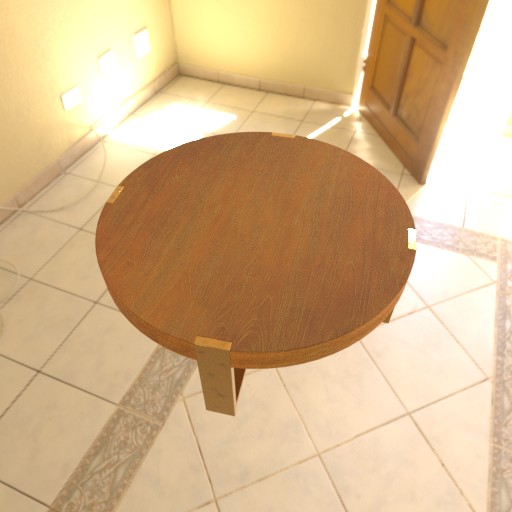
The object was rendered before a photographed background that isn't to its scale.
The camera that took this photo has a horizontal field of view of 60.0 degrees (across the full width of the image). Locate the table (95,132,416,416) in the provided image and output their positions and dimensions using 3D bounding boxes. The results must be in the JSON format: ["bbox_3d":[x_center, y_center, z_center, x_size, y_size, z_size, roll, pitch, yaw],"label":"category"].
[{"bbox_3d":[0.000,0.000,1.720,1.100,0.420,1.100,0,47,0],"label":"table"}]
